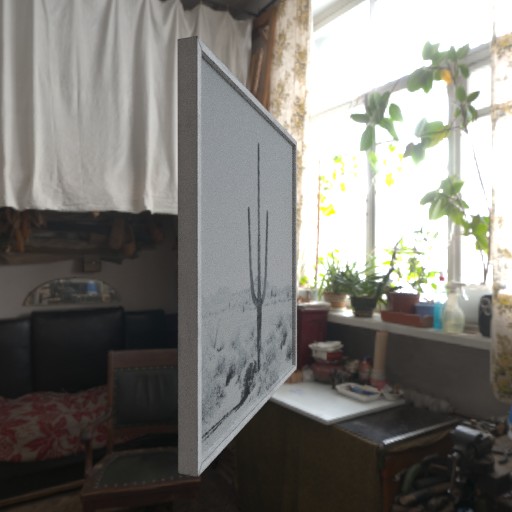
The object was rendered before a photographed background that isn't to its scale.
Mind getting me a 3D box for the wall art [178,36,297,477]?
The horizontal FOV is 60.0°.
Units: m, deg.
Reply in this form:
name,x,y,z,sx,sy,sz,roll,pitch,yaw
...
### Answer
name,x,y,z,sx,sy,sz,roll,pitch,yaw
wall art,0.000,0.000,1.132,0.038,0.762,0.762,0,0,18
